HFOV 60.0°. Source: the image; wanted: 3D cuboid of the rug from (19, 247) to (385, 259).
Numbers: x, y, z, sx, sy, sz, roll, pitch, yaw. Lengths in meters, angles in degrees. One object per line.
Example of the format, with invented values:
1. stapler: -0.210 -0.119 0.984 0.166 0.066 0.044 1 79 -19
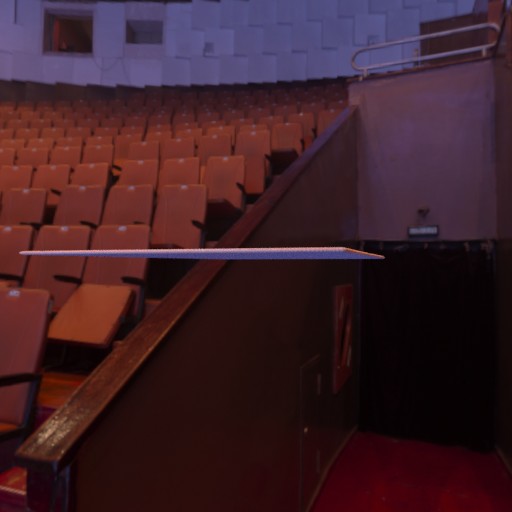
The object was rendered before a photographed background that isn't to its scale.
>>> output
1. rug: 0.000 0.000 2.069 1.078 0.013 1.678 0 -1 19
